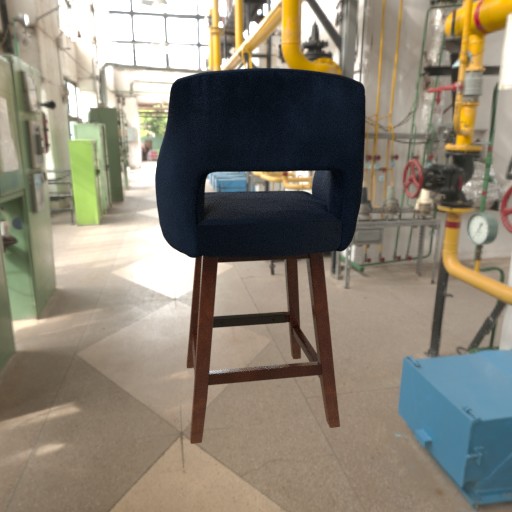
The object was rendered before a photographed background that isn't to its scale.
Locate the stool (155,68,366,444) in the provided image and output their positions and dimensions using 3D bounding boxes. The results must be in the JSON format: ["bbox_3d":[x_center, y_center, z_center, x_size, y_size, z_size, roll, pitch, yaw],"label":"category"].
[{"bbox_3d":[0.000,0.000,1.288,0.550,0.940,0.560,-3,15,-10],"label":"stool"}]
